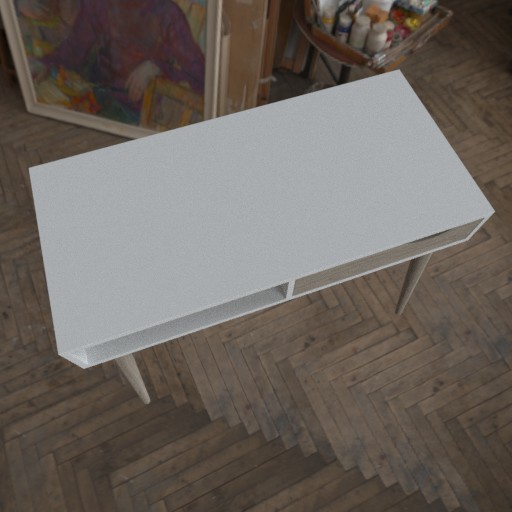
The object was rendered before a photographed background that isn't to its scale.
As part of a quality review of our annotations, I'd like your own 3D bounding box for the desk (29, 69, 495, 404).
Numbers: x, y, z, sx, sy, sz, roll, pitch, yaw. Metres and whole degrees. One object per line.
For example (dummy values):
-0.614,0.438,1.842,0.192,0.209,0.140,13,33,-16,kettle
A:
0.000,0.000,1.352,0.979,0.723,0.491,-18,66,-8,desk
